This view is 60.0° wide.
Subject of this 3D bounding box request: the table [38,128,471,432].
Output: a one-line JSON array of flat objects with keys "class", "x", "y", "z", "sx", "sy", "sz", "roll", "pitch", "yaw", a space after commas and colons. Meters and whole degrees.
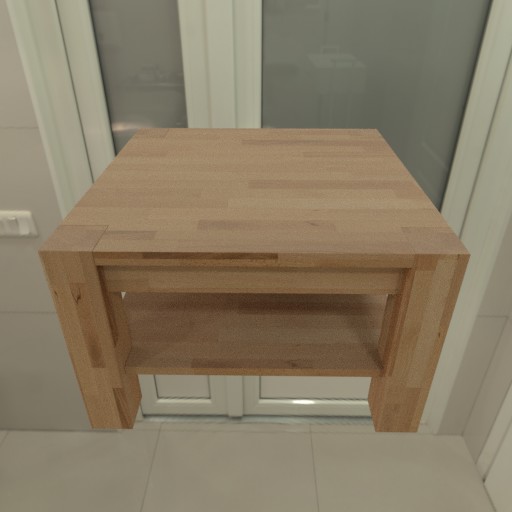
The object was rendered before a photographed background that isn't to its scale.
[{"class": "table", "x": 0.000, "y": 0.000, "z": 1.131, "sx": 0.700, "sy": 0.451, "sz": 0.700, "roll": 0, "pitch": 32, "yaw": 1}]
